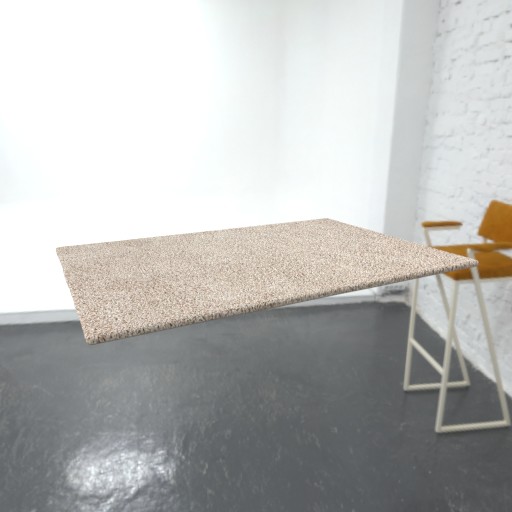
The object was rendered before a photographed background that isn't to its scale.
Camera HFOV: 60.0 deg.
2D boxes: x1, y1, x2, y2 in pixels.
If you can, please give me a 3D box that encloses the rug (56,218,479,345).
[{"bbox_3d":[0.000,0.000,2.240,1.778,0.030,1.219,-8,18,-26],"label":"rug"}]
